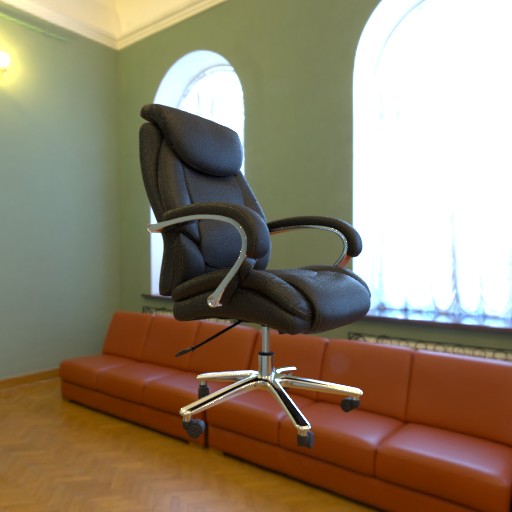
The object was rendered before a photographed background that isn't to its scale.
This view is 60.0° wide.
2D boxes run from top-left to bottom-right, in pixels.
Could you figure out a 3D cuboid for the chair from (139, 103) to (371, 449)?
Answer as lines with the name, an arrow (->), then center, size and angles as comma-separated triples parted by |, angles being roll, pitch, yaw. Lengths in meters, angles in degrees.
chair -> 0.000, 0.000, 1.691 | 0.790, 1.183, 0.755 | 0, 1, 36
